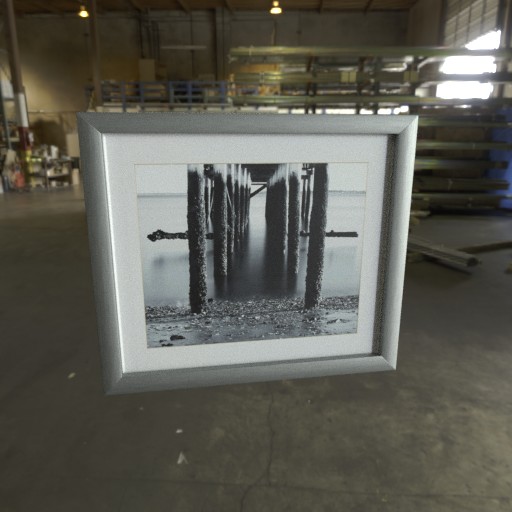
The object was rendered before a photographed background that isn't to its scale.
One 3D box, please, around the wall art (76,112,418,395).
[{"bbox_3d":[0.000,0.000,0.541,0.380,0.330,0.028,-2,15,-9],"label":"wall art"}]
